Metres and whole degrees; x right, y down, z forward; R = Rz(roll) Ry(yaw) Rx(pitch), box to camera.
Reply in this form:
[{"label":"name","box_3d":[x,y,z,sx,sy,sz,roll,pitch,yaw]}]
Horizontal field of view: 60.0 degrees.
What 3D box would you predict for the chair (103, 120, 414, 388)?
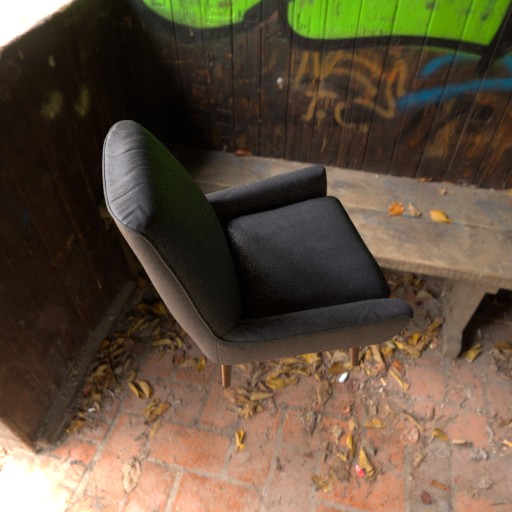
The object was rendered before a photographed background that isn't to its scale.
[{"label":"chair","box_3d":[0.000,0.000,1.530,0.822,0.888,0.787,-11,48,-10]}]
